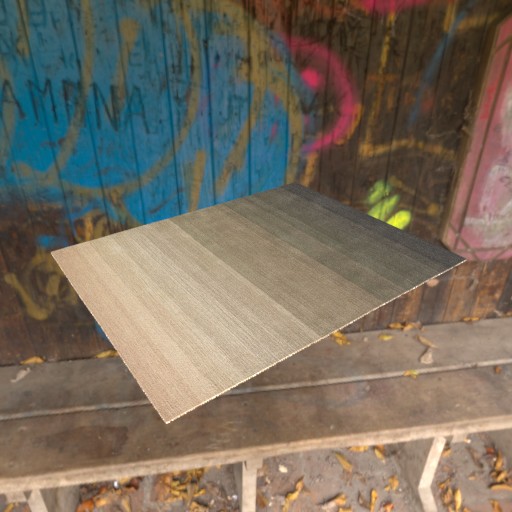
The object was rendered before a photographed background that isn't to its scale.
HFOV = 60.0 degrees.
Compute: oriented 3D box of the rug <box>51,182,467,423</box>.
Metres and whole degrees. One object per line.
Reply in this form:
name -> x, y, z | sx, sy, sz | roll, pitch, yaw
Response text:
rug -> 0.000, 0.000, 3.964 | 2.932, 0.015, 2.315 | -21, 36, -31
